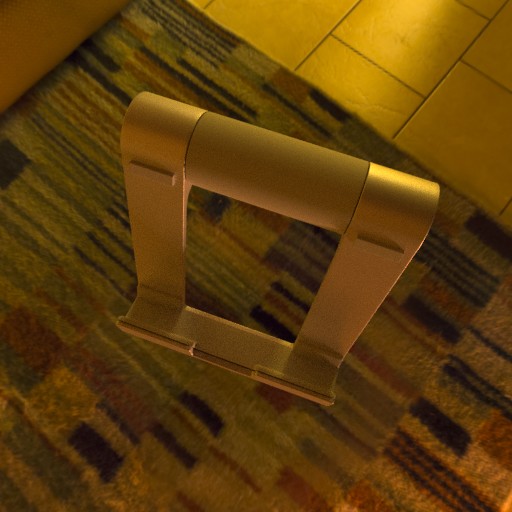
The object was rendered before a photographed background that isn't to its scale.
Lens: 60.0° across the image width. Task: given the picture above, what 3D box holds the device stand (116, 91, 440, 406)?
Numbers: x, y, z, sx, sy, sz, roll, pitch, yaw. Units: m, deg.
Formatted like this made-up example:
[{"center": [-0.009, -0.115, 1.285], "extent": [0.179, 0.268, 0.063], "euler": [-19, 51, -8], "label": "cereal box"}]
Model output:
[{"center": [0.000, 0.000, 0.153], "extent": [0.086, 0.084, 0.079], "euler": [19, 76, 5], "label": "device stand"}]
